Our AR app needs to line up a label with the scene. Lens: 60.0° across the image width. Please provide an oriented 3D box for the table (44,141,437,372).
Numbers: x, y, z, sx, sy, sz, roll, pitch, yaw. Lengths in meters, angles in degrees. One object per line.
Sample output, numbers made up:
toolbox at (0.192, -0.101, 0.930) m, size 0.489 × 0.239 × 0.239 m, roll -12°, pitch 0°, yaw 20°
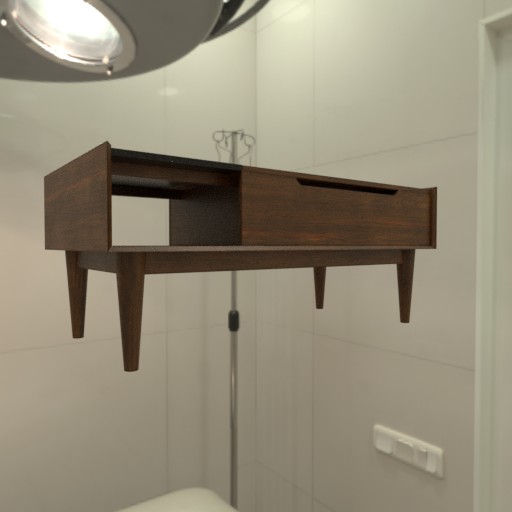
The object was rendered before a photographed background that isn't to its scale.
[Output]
table at (0.000, 0.000, 1.530) m, size 1.221 × 0.508 × 0.610 m, roll -1°, pitch 2°, yaw -37°
